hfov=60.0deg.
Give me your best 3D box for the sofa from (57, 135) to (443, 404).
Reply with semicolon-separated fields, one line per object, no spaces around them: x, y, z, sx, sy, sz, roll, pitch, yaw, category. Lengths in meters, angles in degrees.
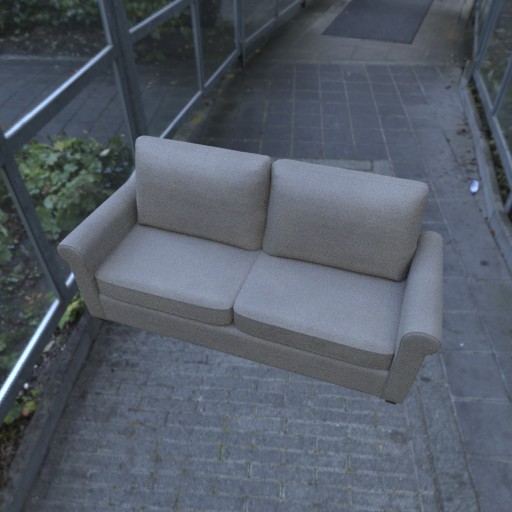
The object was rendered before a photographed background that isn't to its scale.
0.000;0.000;2.470;1.935;0.942;0.842;13;43;14;sofa
